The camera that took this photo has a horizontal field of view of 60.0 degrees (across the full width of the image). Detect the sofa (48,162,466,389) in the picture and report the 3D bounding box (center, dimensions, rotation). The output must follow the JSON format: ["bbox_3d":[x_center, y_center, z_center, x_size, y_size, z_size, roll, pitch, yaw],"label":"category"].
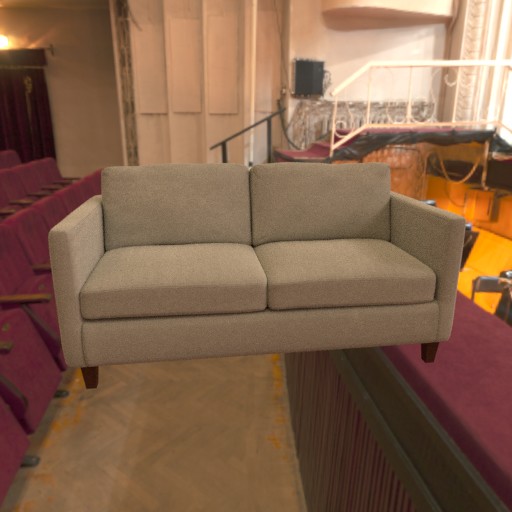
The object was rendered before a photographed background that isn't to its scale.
[{"bbox_3d":[0.000,0.000,2.432,1.884,0.963,0.950,-2,17,-8],"label":"sofa"}]
